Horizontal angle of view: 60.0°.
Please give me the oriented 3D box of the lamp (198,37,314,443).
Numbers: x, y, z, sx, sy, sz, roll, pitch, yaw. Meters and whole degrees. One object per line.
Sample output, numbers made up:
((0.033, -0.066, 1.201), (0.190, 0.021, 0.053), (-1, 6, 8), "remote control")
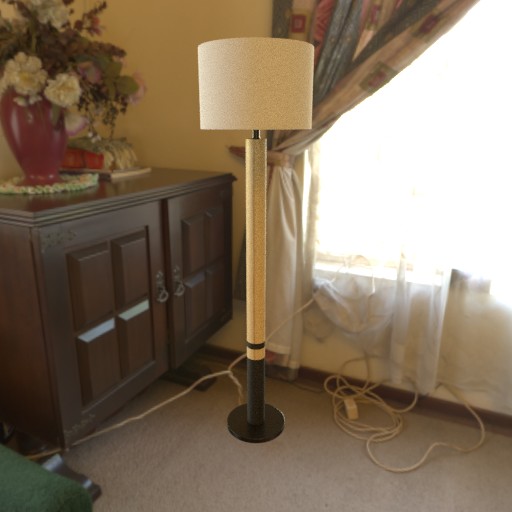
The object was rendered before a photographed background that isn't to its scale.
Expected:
((0.000, 0.000, 1.665), (0.381, 1.478, 0.381), (3, 17, 9), "lamp")
